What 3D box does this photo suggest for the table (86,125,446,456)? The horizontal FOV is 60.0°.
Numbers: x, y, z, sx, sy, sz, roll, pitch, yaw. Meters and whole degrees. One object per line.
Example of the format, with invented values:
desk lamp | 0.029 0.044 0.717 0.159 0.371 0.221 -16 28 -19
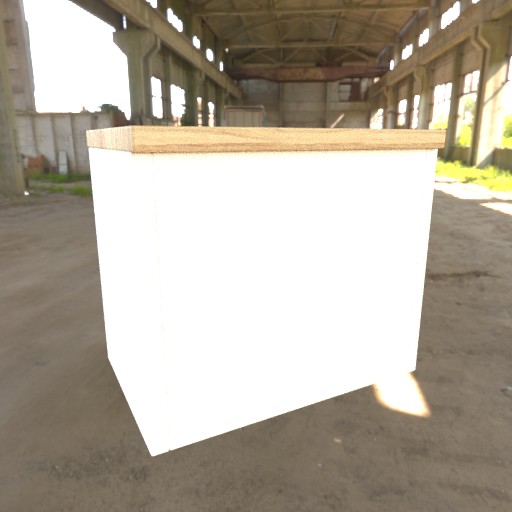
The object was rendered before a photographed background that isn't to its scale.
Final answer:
table | 0.000 0.000 0.806 0.500 0.440 0.360 -8 17 -27
